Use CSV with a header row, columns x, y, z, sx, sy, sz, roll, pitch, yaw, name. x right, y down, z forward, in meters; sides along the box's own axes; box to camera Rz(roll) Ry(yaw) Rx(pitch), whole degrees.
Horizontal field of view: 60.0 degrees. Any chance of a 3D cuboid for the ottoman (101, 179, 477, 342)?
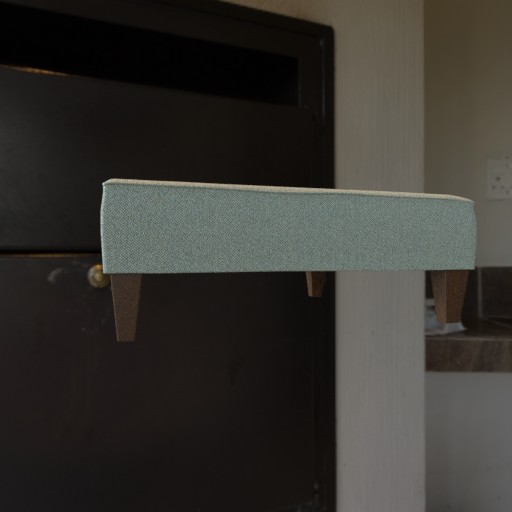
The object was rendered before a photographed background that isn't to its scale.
x,y,z,sx,sy,sz,roll,pitch,yaw,name
0.000,0.000,1.543,1.004,0.379,0.968,0,0,-18,ottoman
